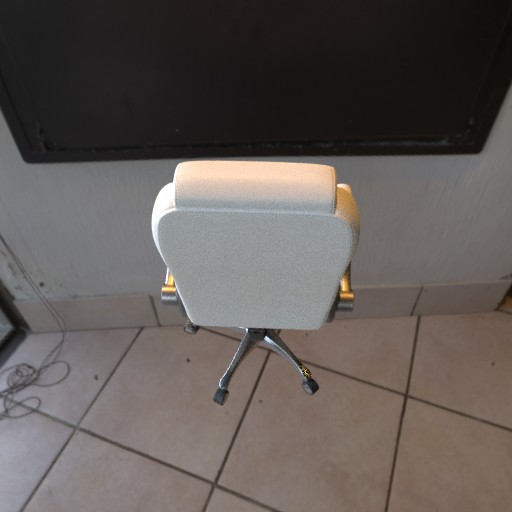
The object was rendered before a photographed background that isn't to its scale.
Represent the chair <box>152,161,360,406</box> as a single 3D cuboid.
[{"bbox_3d":[0.000,0.000,1.788,0.755,1.330,0.806,2,47,2],"label":"chair"}]
